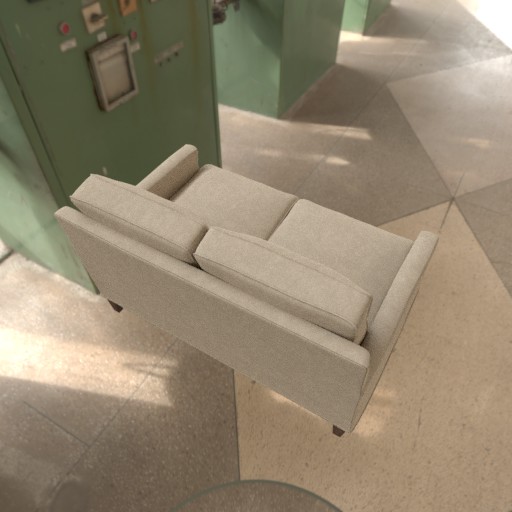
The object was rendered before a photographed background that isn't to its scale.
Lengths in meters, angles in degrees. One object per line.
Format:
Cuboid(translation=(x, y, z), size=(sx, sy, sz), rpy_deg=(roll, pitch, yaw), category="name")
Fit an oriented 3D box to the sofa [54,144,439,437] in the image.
Cuboid(translation=(0.000, 0.000, 2.301), size=(1.597, 1.002, 1.084), rpy_deg=(24, 52, 20), category="sofa")
